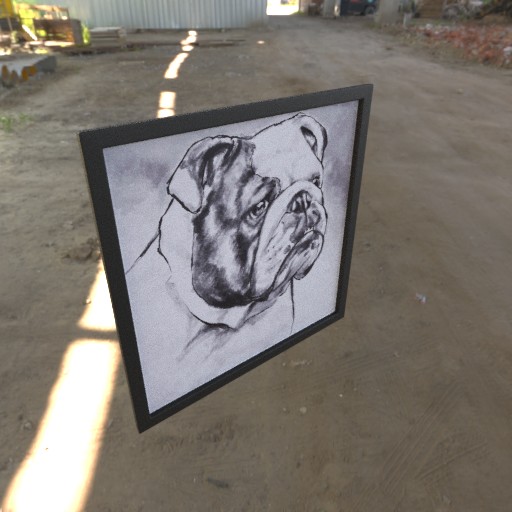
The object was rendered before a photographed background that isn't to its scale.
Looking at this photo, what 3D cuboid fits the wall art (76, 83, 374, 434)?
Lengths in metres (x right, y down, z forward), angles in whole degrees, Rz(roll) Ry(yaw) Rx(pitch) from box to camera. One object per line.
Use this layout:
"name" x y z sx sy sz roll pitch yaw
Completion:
"wall art" 0.000 0.000 0.987 0.663 0.659 0.016 -22 37 -32
